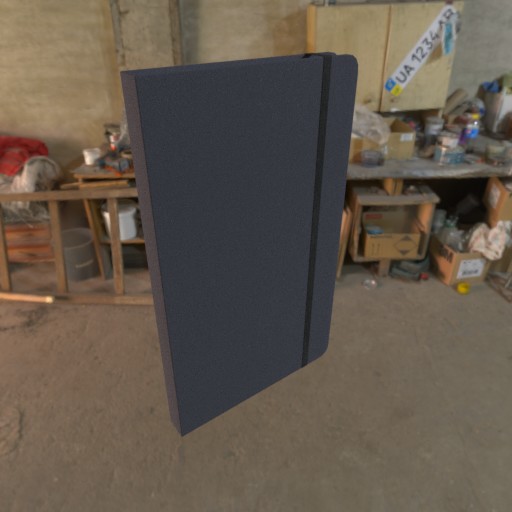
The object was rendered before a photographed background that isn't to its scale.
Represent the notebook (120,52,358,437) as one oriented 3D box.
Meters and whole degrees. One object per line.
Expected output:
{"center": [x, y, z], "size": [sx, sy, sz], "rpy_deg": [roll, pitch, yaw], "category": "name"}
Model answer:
{"center": [0.000, 0.000, 0.262], "size": [0.127, 0.213, 0.016], "rpy_deg": [-21, 36, -31], "category": "notebook"}
